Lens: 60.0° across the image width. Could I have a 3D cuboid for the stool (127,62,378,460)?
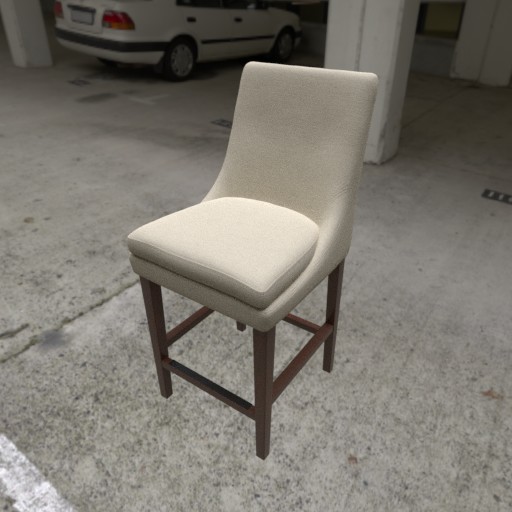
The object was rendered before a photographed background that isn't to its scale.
[{"bbox_3d":[0.000,0.000,1.307,0.470,0.981,0.577,20,36,30],"label":"stool"}]
